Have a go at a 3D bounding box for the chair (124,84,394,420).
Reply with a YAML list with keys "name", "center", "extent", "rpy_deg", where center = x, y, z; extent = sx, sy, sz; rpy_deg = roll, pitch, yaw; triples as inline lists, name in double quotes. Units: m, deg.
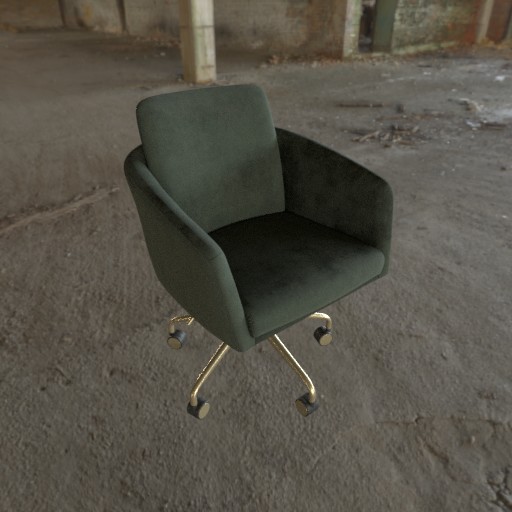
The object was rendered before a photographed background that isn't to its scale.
- name: "chair"
  center: [0.000, 0.000, 1.371]
  extent: [0.641, 0.908, 0.635]
  rpy_deg: [-21, 36, -32]
